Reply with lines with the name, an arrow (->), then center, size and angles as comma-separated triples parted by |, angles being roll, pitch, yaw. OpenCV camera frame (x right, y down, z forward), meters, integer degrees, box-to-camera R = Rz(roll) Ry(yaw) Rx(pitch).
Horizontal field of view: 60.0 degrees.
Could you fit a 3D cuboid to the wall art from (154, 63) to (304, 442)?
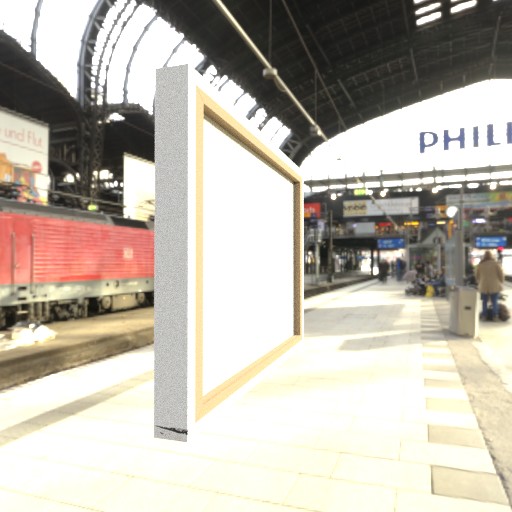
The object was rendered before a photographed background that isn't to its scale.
wall art -> 0.000, 0.000, 0.778 | 0.042, 0.414, 0.608 | 0, -1, 18
